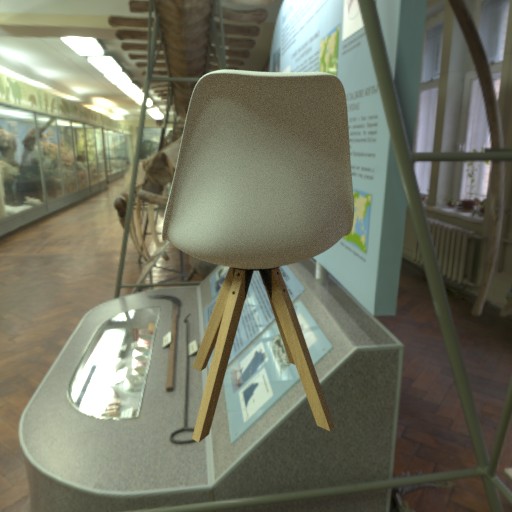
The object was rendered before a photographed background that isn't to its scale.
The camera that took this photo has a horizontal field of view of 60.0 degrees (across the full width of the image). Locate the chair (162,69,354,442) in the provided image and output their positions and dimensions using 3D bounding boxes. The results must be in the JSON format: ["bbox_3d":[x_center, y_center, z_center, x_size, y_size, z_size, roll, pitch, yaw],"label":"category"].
[{"bbox_3d":[0.000,0.000,1.191,0.485,0.849,0.550,-2,14,-8],"label":"chair"}]
